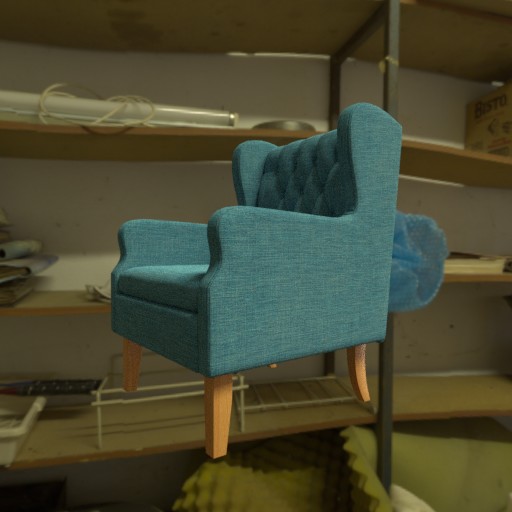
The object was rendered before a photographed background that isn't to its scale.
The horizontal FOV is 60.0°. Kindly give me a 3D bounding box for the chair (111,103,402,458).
[{"bbox_3d":[0.000,0.000,1.515,0.775,0.952,0.711,-1,1,-36],"label":"chair"}]
